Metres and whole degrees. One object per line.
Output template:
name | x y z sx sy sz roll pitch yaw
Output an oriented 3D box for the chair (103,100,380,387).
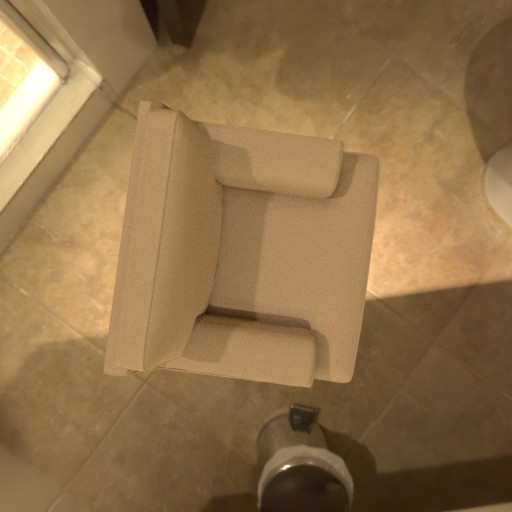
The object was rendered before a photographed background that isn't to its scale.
chair | 0.000 0.000 2.128 1.274 1.005 1.293 0 90 0
